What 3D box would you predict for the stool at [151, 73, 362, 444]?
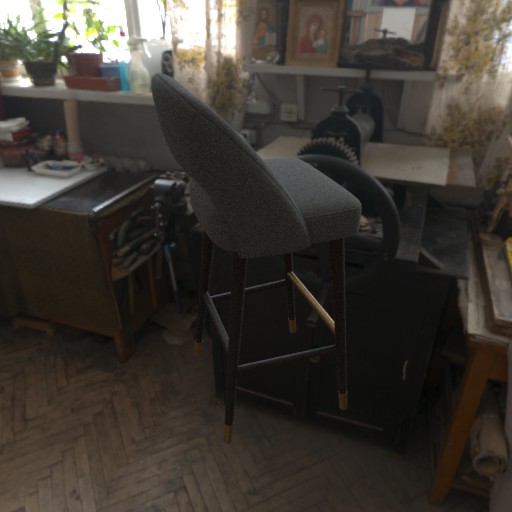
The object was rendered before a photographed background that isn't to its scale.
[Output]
[{"bbox_3d":[0.000,0.000,1.403,0.524,1.089,0.536,-10,31,-17],"label":"stool"}]
